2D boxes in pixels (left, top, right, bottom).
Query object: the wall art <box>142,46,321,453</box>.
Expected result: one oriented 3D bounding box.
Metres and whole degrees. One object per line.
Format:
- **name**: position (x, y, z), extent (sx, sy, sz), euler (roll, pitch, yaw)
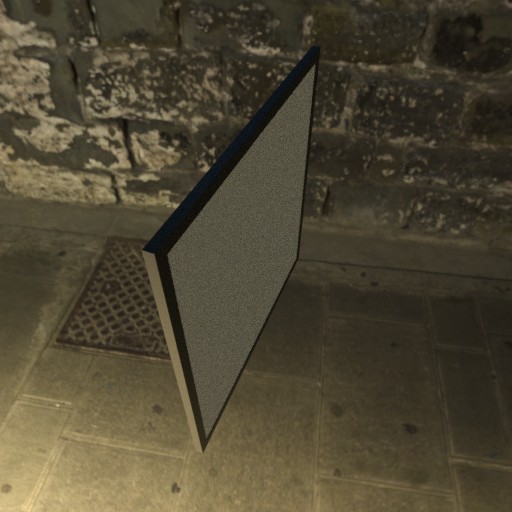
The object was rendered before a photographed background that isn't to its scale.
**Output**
- **wall art**: position (0.000, 0.000, 1.196), extent (0.022, 0.807, 0.807), euler (17, 49, 16)
